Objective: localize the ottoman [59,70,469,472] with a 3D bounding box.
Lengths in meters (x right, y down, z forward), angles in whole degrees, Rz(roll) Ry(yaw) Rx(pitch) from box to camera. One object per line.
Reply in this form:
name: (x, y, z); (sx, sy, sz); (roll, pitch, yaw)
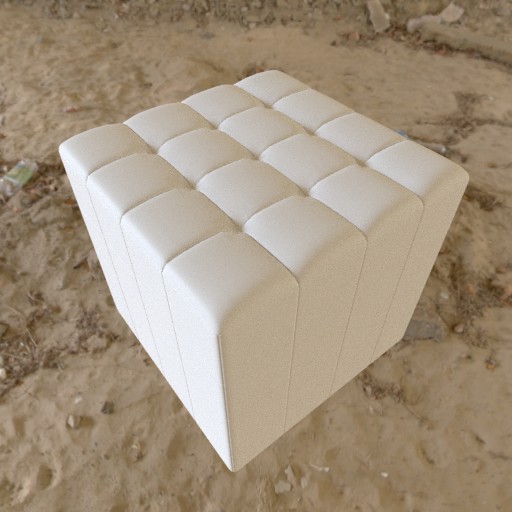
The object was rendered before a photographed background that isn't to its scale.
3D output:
ottoman: (0.000, 0.000, 0.775); (0.425, 0.432, 0.425); (-29, 53, -25)
